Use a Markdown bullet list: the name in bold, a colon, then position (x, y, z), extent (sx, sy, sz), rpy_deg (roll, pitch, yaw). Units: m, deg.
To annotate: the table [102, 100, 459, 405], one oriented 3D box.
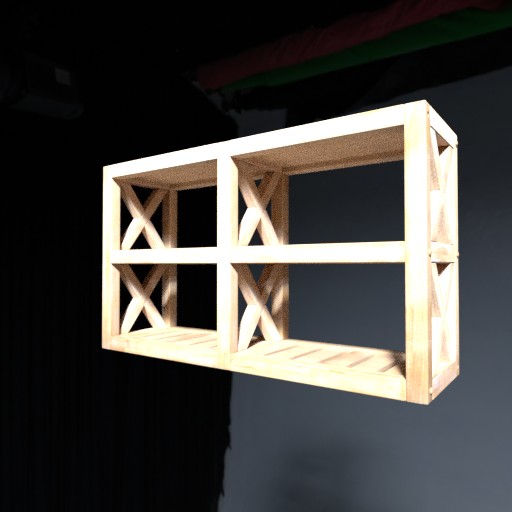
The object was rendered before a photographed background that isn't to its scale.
- **table**: position (0.000, 0.000, 1.634), extent (1.320, 0.762, 0.381), rpy_deg (-1, -2, 35)
